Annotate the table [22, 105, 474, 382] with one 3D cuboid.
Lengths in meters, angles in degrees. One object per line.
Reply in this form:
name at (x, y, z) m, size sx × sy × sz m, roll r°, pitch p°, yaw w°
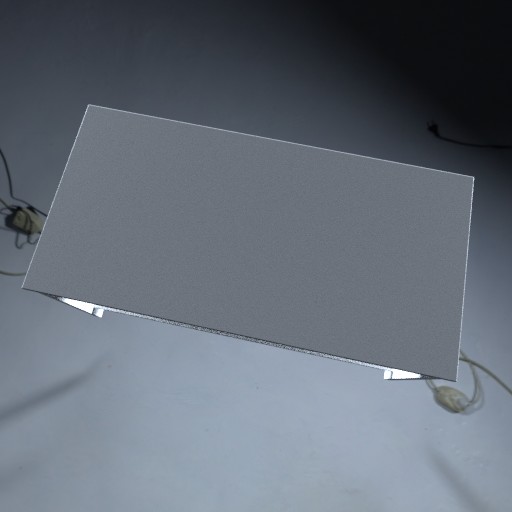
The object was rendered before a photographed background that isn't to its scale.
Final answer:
table at (0.000, 0.000, 1.272) m, size 1.000 × 0.441 × 0.500 m, roll 12°, pitch 74°, yaw 3°
